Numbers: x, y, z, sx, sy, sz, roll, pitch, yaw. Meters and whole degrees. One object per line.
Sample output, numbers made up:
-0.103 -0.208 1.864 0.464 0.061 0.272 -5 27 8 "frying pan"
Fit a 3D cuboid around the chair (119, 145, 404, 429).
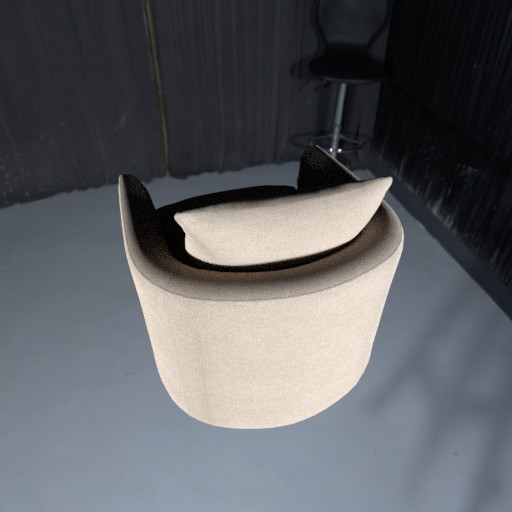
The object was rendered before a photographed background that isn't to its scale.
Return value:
0.000 0.000 1.561 0.845 0.848 0.910 -12 43 -13 "chair"
